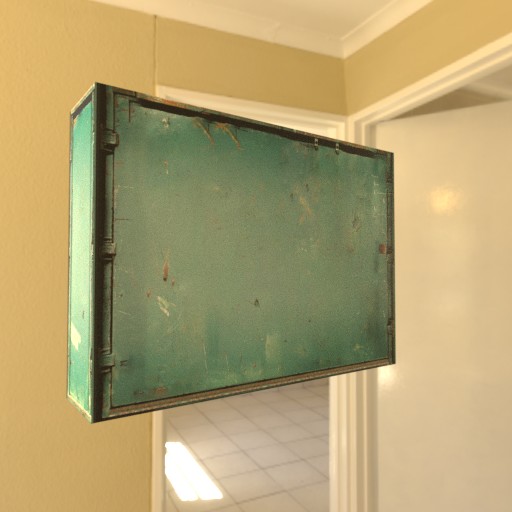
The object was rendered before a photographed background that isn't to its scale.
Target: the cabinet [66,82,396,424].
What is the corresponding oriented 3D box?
[{"bbox_3d":[0.000,0.000,3.941,3.001,2.160,0.680,1,-2,-35],"label":"cabinet"}]
